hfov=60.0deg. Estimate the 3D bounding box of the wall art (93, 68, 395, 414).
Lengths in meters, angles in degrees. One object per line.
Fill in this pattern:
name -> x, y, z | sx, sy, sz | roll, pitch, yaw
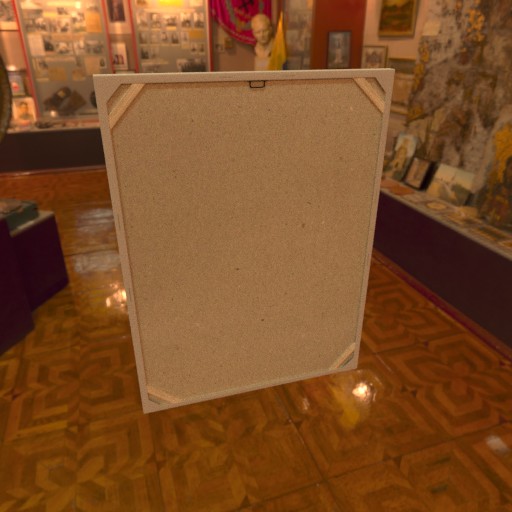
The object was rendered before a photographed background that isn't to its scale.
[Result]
wall art -> 0.000, 0.000, 1.575 | 0.914, 1.212, 0.038 | -8, 27, -15
